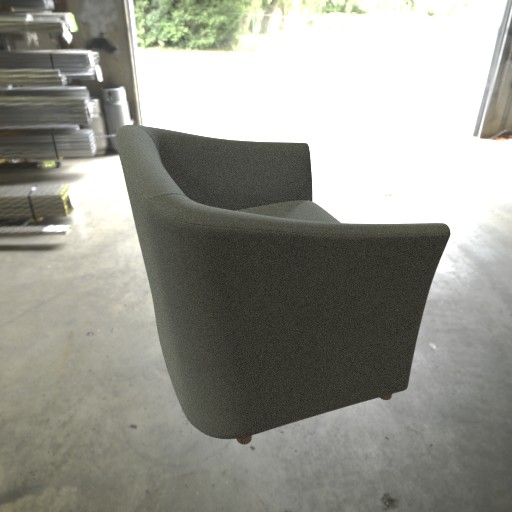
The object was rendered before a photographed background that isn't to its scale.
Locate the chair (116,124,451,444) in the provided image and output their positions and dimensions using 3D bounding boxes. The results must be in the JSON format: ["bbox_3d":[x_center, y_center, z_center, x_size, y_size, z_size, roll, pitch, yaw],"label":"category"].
[{"bbox_3d":[0.000,0.000,1.345,0.700,0.720,0.790,-10,31,-17],"label":"chair"}]
